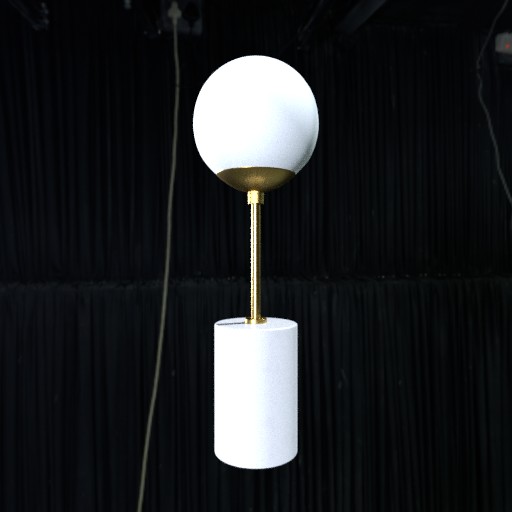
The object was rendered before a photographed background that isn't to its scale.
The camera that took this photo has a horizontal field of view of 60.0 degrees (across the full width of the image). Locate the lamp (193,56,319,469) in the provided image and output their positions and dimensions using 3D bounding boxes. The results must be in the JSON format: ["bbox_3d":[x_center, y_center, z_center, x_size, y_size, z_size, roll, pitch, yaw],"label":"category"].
[{"bbox_3d":[0.000,0.000,0.548,0.153,0.480,0.153,0,0,0],"label":"lamp"}]
